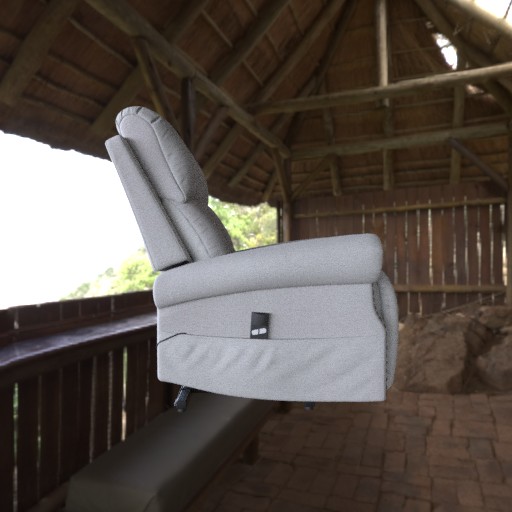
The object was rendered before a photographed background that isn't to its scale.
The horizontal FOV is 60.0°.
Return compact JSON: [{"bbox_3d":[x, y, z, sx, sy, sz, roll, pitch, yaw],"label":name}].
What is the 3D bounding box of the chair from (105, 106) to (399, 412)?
[{"bbox_3d":[0.000,0.000,1.763,0.979,1.031,0.871,0,1,-1],"label":"chair"}]
